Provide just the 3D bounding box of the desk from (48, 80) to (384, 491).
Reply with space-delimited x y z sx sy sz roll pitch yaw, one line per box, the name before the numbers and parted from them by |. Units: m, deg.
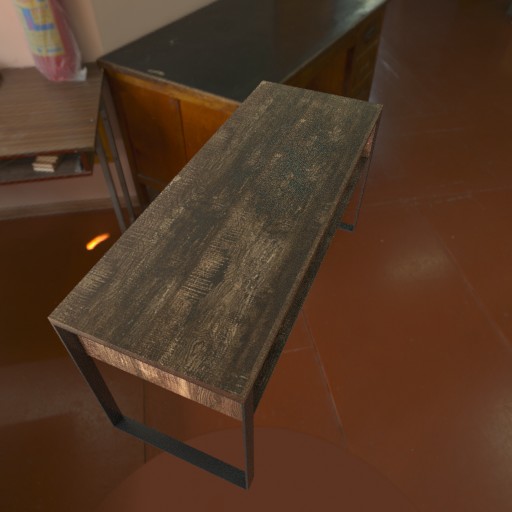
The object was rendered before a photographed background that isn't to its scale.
desk | 0.000 0.000 1.894 0.599 0.762 1.524 18 50 16
